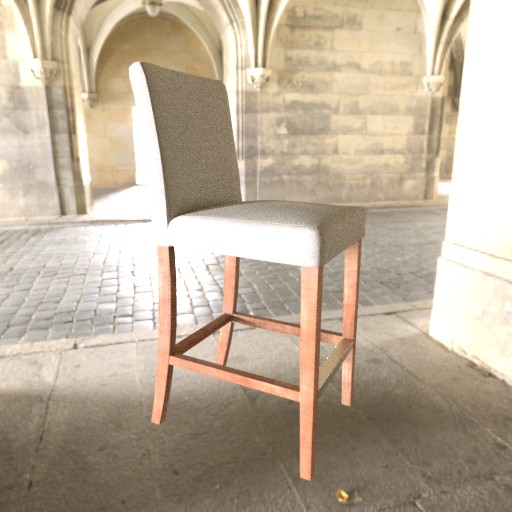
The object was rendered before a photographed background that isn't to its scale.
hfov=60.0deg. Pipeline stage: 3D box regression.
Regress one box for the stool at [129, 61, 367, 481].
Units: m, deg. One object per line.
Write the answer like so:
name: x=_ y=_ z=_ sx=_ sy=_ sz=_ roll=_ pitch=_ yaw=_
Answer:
stool: x=0.000 y=0.000 z=1.359 sx=0.570 sy=1.088 sz=0.439 roll=7 pitch=16 yaw=26
